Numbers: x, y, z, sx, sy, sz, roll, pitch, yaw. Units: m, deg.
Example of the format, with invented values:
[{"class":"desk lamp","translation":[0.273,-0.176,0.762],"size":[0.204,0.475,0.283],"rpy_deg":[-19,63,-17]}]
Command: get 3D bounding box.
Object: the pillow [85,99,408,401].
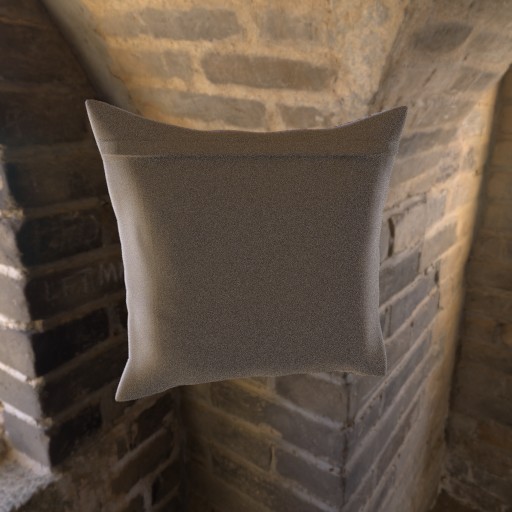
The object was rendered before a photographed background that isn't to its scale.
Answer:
[{"class":"pillow","translation":[0.000,0.000,0.692],"size":[0.463,0.454,0.160],"rpy_deg":[-3,15,-10]}]
